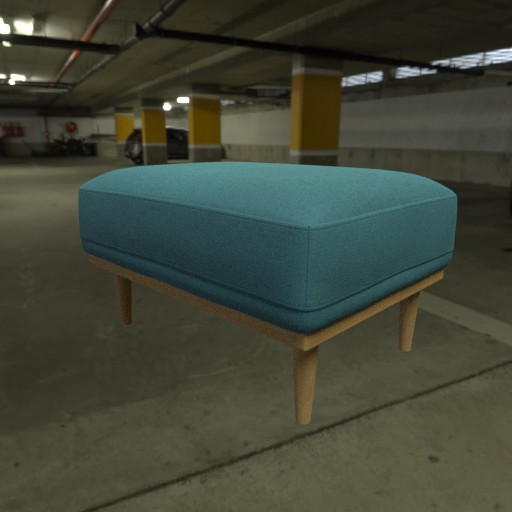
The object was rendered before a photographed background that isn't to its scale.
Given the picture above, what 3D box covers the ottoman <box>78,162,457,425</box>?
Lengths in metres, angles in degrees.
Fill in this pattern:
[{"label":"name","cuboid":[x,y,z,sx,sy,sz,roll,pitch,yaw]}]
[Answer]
[{"label":"ottoman","cuboid":[0.000,0.000,1.068,0.749,0.428,0.549,14,20,43]}]
